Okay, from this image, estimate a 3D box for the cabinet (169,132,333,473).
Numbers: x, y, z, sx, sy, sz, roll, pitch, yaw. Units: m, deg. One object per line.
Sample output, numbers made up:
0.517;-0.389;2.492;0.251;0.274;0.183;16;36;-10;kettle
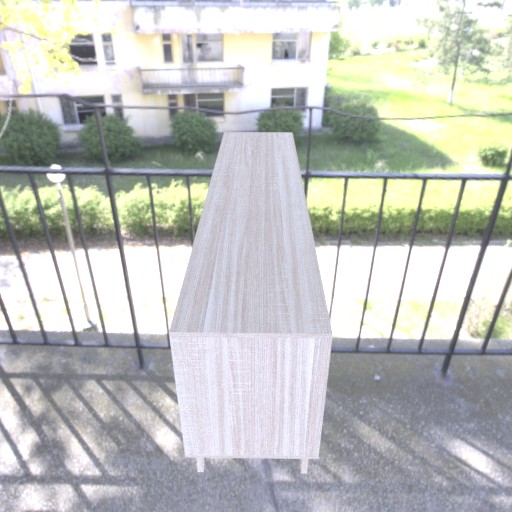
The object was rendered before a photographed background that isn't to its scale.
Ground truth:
0.000;0.000;2.493;0.500;0.780;2.200;0;31;1;cabinet
